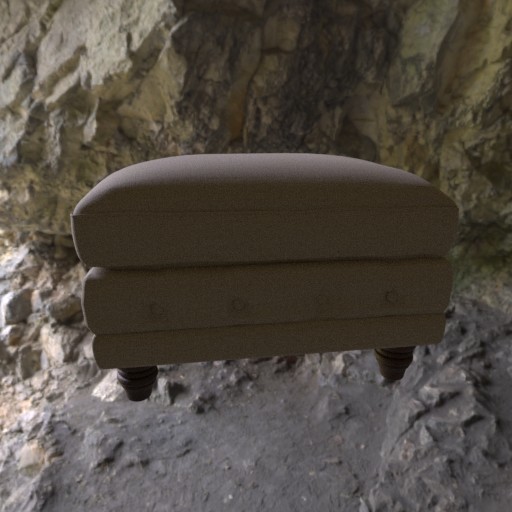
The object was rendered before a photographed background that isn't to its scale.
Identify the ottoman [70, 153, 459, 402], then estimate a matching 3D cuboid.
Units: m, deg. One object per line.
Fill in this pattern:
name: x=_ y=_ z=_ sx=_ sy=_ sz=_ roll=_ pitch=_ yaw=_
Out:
ottoman: x=0.000 y=0.000 z=1.023 sx=0.684 sy=0.463 sz=0.541 roll=-2 pitch=14 yaw=-8
